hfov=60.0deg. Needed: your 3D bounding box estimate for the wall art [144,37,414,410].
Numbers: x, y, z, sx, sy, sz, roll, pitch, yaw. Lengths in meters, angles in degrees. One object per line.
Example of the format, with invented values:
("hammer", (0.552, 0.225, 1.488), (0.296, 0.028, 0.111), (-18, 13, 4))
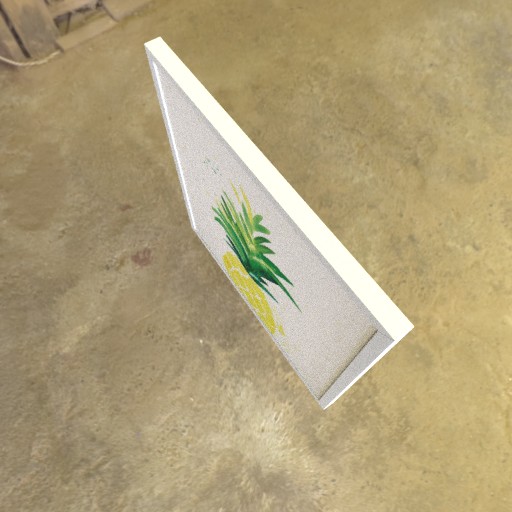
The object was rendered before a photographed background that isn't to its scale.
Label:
("wall art", (0.000, 0.000, 1.126), (0.038, 0.761, 0.763), (-32, 68, -15))
